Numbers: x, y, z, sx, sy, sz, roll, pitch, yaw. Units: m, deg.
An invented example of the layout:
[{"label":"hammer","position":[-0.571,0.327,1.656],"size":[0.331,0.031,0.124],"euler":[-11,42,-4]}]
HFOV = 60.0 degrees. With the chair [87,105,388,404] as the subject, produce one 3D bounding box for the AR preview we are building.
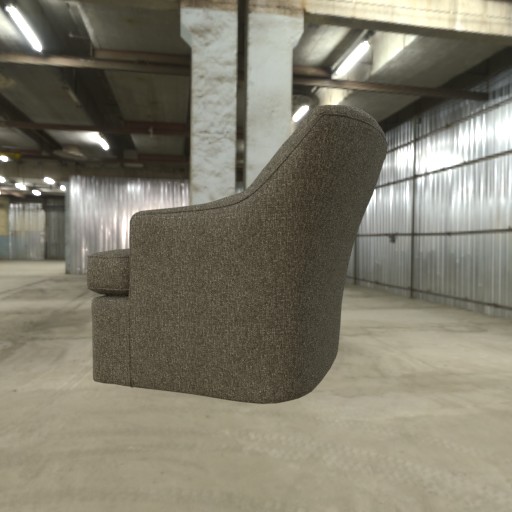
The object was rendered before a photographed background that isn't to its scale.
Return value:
[{"label":"chair","position":[0.000,0.000,1.627],"size":[0.923,0.856,0.864],"euler":[0,1,19]}]
